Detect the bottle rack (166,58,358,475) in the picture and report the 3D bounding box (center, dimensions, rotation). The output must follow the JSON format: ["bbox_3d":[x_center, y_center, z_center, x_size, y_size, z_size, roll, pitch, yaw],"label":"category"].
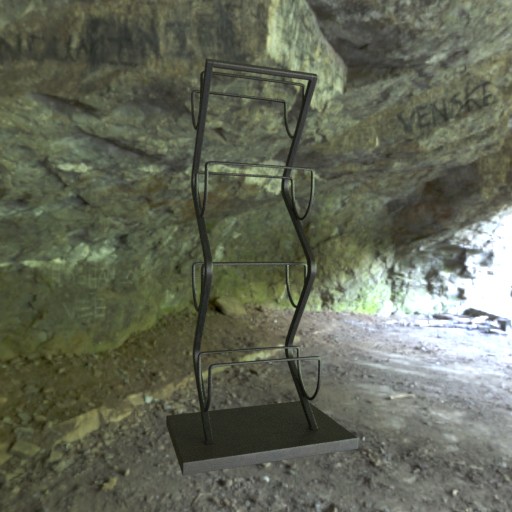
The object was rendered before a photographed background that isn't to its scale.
[{"bbox_3d":[0.000,0.000,0.687,0.254,0.559,0.178,0,0,-18],"label":"bottle rack"}]
